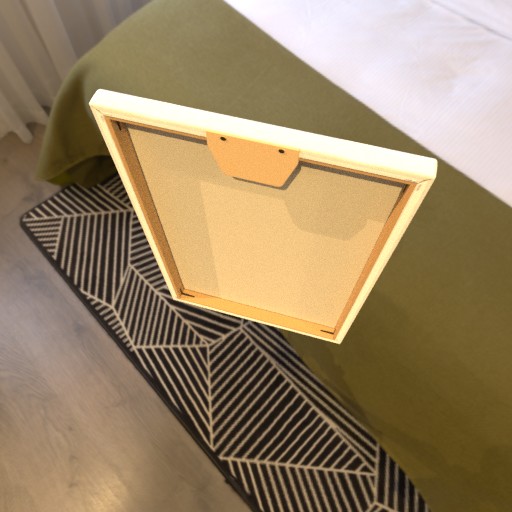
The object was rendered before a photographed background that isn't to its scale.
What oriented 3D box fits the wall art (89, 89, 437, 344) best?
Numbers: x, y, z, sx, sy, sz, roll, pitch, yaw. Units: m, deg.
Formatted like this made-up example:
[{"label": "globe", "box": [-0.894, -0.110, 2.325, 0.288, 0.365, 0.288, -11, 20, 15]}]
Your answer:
[{"label": "wall art", "box": [0.000, 0.000, 1.144, 0.602, 0.902, 0.048, 14, 63, 7]}]
